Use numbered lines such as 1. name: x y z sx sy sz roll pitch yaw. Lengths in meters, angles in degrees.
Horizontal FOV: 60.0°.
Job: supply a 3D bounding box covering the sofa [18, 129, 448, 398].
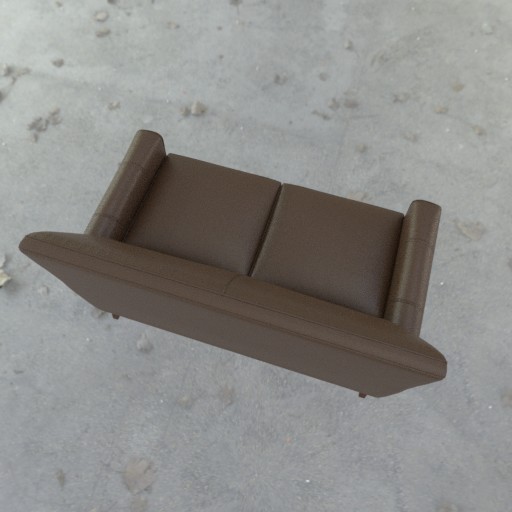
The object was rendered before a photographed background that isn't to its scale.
1. sofa: 0.000 0.000 1.990 1.468 0.859 0.853 16 65 8
